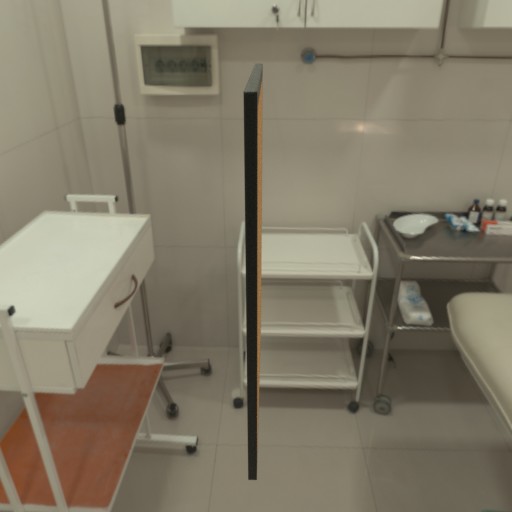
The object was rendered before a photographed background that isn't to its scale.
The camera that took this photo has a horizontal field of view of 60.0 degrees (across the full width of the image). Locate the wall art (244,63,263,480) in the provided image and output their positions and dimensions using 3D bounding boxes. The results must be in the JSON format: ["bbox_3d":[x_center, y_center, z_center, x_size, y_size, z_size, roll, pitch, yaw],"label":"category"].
[{"bbox_3d":[0.000,0.000,0.860,0.016,0.657,0.480,1,27,1],"label":"wall art"}]
